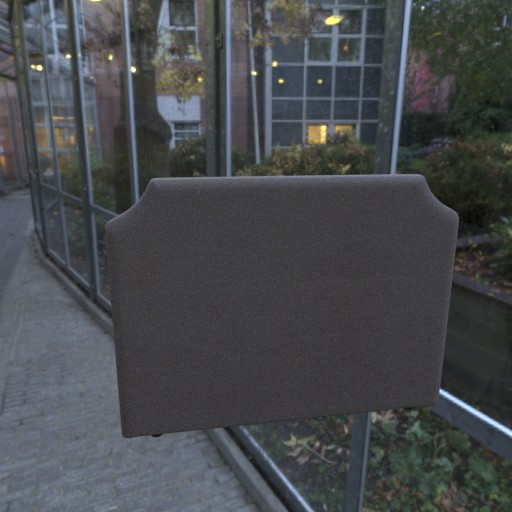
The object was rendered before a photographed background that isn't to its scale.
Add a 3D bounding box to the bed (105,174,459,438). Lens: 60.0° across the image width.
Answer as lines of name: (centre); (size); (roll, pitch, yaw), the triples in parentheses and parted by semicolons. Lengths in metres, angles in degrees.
bed: (0.000, 0.000, 3.145); (1.693, 1.290, 2.116); (-3, 15, -9)
